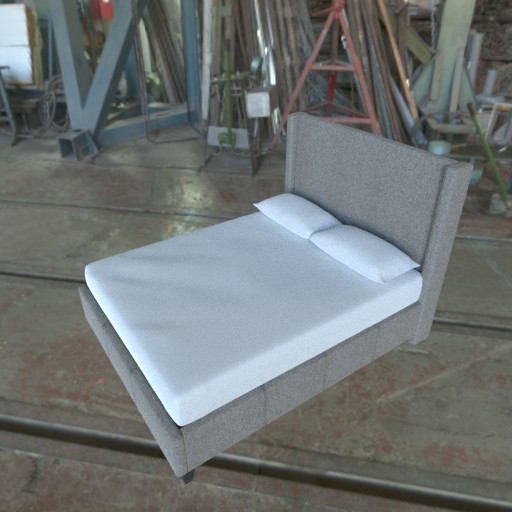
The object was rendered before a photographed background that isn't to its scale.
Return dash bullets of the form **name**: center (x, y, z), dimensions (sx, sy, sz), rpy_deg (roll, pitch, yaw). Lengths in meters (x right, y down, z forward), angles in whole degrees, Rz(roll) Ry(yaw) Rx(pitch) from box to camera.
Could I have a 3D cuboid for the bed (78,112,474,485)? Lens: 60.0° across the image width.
- **bed**: center (0.000, 0.000, 3.279), dimensions (2.245, 1.481, 1.714), rpy_deg (-20, 37, -29)
